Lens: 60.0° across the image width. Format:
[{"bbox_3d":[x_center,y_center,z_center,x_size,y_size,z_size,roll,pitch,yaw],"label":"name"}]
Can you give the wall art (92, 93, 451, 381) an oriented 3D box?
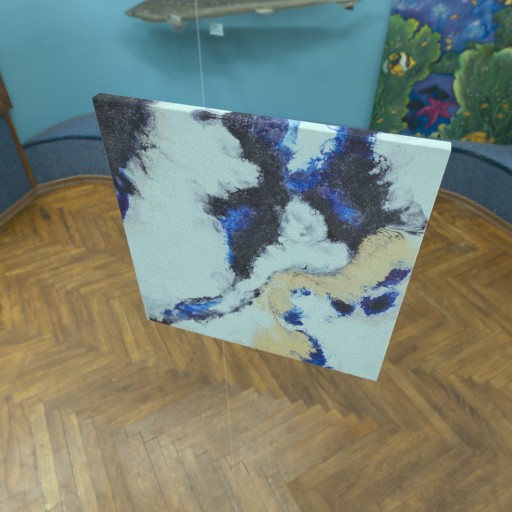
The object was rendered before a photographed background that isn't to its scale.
[{"bbox_3d":[0.000,0.000,1.353,0.887,0.885,0.038,12,43,13],"label":"wall art"}]
